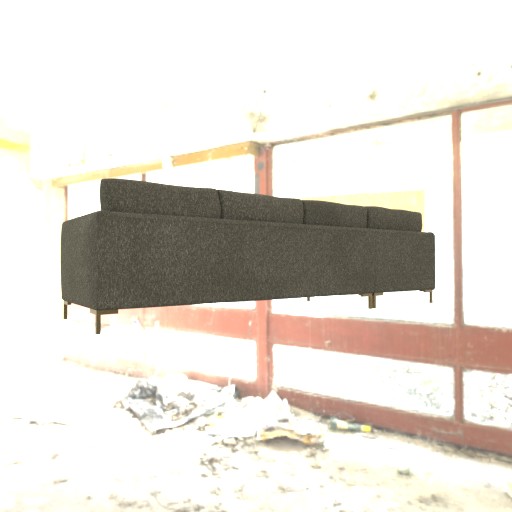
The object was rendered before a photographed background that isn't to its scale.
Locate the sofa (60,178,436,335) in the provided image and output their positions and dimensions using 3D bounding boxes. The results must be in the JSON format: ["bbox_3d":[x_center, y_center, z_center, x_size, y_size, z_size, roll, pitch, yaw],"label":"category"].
[{"bbox_3d":[0.000,0.000,3.543,2.932,0.810,1.350,1,-1,-36],"label":"sofa"}]
